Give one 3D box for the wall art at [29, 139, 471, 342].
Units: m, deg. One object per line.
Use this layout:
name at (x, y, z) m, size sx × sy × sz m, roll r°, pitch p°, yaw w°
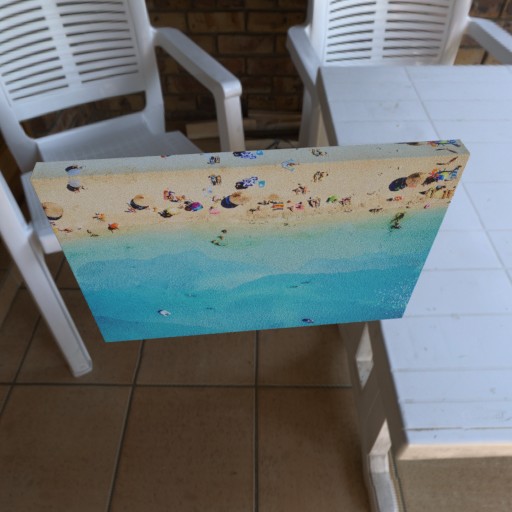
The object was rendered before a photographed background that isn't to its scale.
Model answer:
wall art at (0.000, 0.000, 1.129) m, size 0.894 × 0.595 × 0.057 m, roll -4°, pitch 47°, yaw -4°
